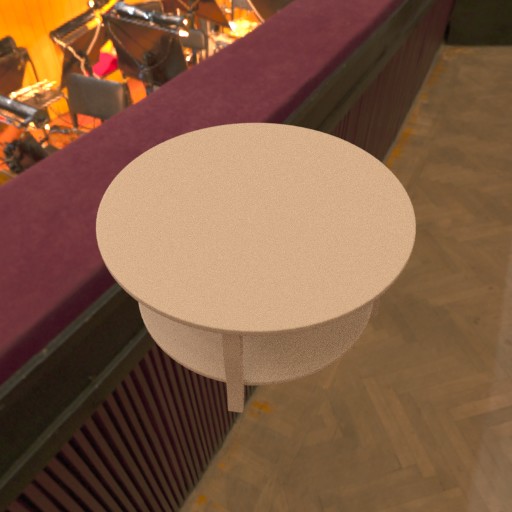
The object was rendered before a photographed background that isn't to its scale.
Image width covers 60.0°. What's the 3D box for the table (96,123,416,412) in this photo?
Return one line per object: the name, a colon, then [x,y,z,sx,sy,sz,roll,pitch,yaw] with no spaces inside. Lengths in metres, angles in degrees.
table: [0.000,0.000,1.462,0.910,0.457,0.910,0,46,0]
